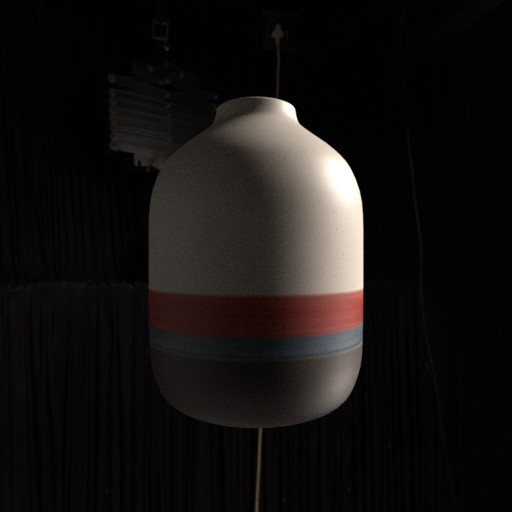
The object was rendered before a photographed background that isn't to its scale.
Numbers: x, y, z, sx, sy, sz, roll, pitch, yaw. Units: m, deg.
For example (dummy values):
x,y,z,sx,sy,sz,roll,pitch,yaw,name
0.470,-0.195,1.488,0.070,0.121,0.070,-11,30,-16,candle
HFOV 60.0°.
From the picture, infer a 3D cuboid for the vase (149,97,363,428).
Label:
x,y,z,sx,sy,sz,roll,pitch,yaw,name
0.000,0.000,0.360,0.169,0.237,0.169,0,0,0,vase
